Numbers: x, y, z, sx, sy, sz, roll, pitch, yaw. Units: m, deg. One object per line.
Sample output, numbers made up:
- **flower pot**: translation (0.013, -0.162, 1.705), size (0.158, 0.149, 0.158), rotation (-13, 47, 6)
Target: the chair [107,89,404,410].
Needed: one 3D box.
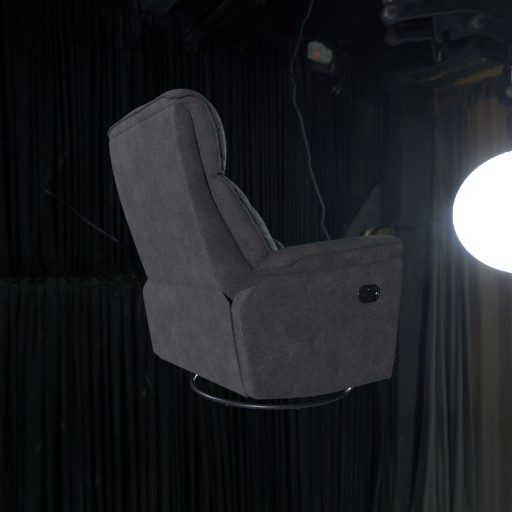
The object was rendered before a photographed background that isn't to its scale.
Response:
- **chair**: translation (0.000, 0.000, 1.763), size (1.009, 1.035, 0.830), rotation (-1, 1, -37)
